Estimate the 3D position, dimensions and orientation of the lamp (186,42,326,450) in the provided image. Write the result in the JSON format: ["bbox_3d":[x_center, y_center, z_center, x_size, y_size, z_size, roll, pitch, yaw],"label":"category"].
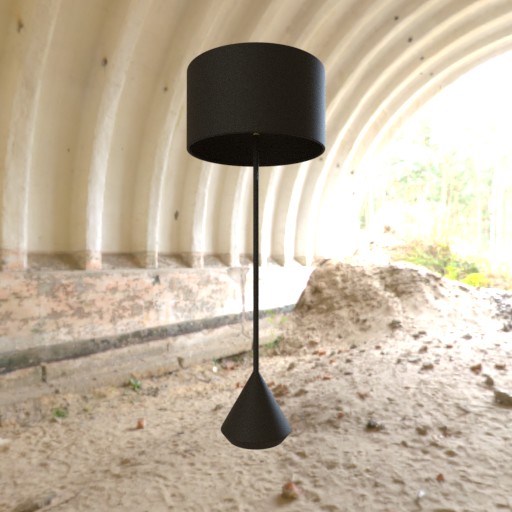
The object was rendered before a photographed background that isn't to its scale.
[{"bbox_3d":[0.000,0.000,1.864,0.580,1.526,0.580,0,-1,0],"label":"lamp"}]
